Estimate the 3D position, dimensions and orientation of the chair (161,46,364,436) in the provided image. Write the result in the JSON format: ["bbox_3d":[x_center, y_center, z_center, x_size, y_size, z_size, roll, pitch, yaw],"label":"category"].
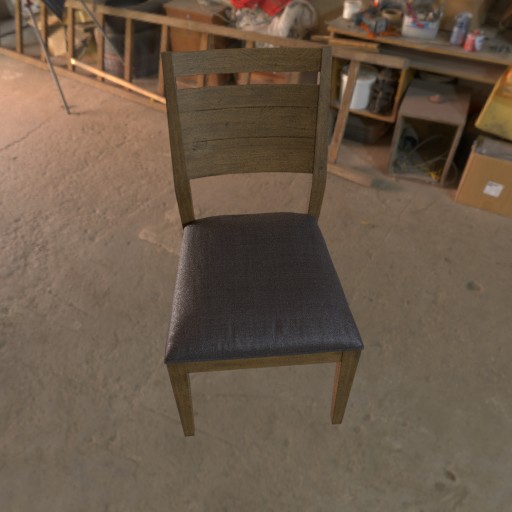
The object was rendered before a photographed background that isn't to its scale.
[{"bbox_3d":[0.000,0.000,1.256,0.501,0.939,0.610,-3,46,-3],"label":"chair"}]
